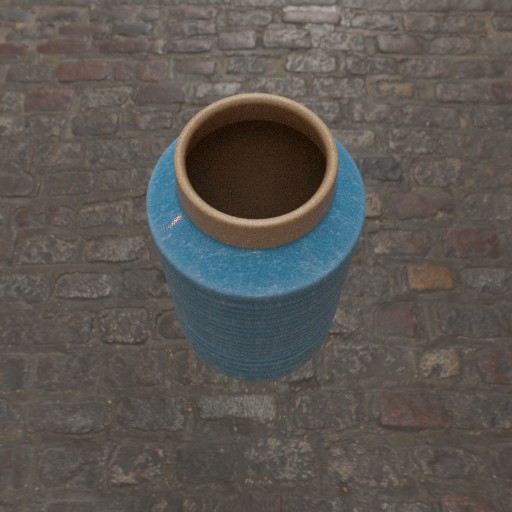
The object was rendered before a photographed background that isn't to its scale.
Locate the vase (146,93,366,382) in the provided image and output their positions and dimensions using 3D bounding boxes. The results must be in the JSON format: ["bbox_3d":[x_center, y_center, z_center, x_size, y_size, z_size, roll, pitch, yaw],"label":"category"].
[{"bbox_3d":[0.000,0.000,0.363,0.163,0.267,0.163,0,65,0],"label":"vase"}]
